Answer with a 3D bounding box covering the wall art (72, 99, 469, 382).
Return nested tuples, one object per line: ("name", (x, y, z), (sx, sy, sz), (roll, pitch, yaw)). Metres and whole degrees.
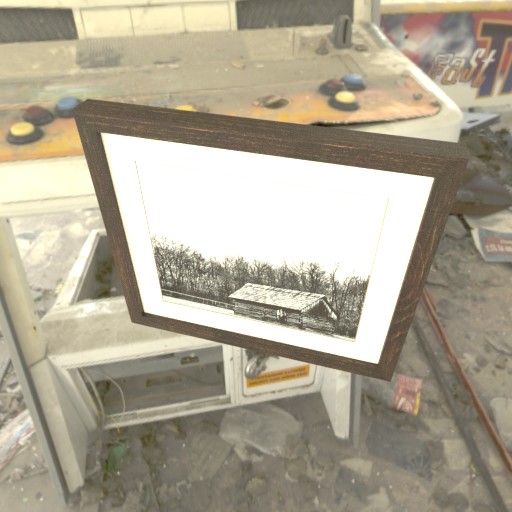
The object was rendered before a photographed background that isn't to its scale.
("wall art", (0.000, 0.000, 0.532), (0.381, 0.330, 0.031), (10, 42, 12))
